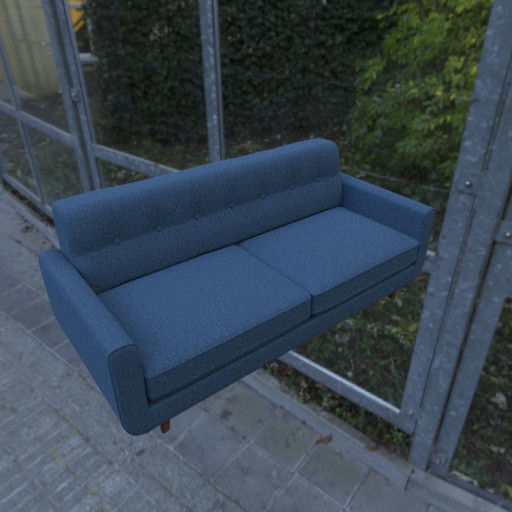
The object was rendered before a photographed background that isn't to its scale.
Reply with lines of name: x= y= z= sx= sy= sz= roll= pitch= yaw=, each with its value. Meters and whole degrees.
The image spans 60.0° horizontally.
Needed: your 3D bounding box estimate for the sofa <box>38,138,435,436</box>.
sofa: x=0.000 y=0.000 z=2.508 sx=2.055 sy=0.884 sz=0.942 roll=-22 pitch=37 yaw=-32
